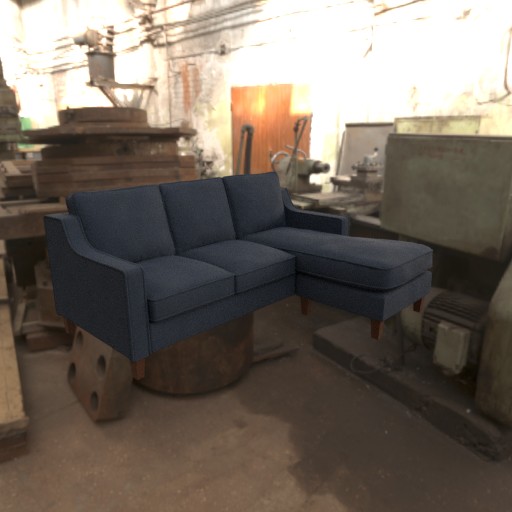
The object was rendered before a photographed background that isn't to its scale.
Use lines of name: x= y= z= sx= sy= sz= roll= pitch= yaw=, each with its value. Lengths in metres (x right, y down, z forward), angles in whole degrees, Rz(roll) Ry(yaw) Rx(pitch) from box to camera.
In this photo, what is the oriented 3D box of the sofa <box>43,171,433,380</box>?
sofa: x=0.000 y=0.000 z=3.335 sx=1.858 sy=1.066 sz=2.317 roll=14 pitch=21 yaw=41
